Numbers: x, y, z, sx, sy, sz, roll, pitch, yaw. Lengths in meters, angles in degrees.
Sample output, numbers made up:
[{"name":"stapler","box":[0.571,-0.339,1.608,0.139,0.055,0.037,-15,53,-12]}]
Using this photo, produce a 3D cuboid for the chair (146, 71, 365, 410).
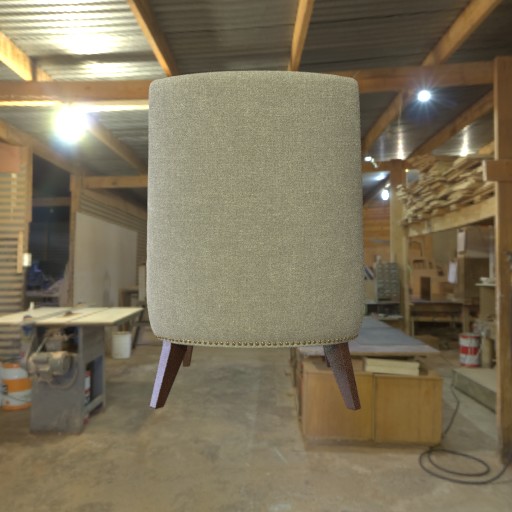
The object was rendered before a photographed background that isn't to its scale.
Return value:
[{"name":"chair","box":[0.000,0.000,1.499,0.701,0.909,0.861,0,-2,1]}]
